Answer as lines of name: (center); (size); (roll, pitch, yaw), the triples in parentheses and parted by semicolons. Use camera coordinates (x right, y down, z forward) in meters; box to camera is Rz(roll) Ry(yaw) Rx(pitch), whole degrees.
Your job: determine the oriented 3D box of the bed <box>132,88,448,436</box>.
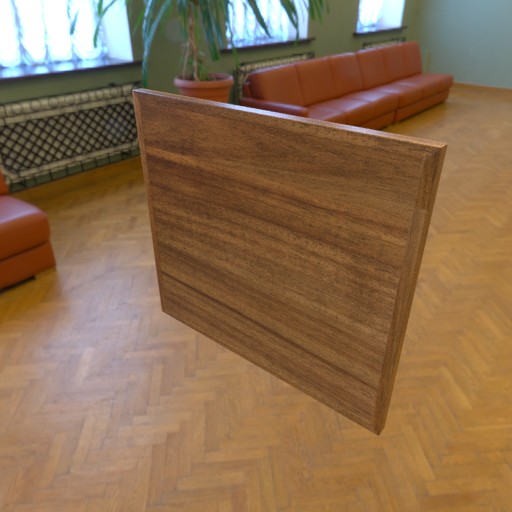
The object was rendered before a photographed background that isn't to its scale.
bed: (0.000, 0.000, 1.475); (1.041, 0.940, 0.043); (22, 37, 32)
